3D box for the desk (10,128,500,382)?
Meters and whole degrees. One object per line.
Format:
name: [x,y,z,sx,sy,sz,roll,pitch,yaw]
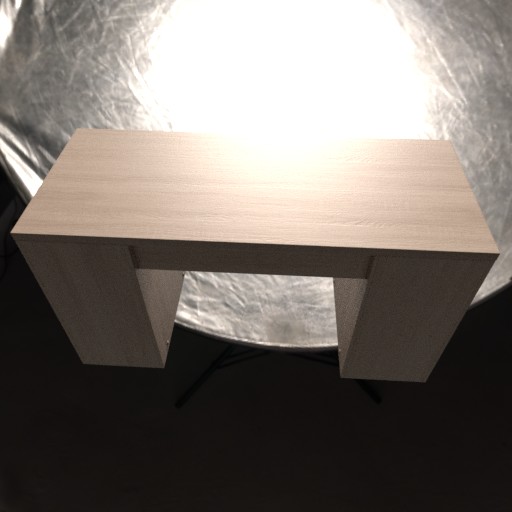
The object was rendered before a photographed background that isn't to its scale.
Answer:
desk: [0.000,0.000,1.723,1.390,0.740,0.600,2,47,2]
